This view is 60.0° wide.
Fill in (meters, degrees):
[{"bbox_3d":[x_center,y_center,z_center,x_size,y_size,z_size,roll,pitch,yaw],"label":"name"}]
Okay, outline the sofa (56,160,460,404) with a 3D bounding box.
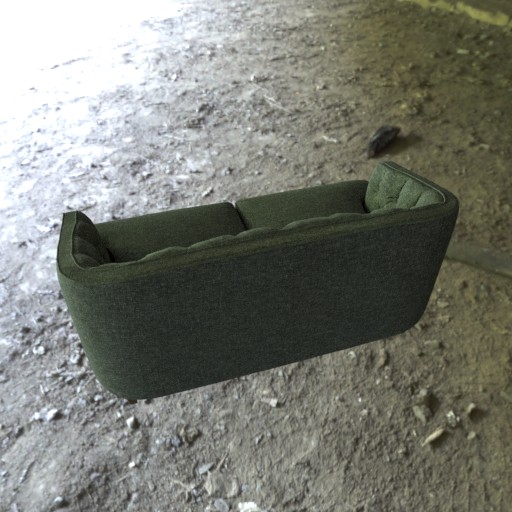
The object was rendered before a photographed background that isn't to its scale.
[{"bbox_3d":[0.000,0.000,2.221,1.733,0.855,0.941,-11,41,-13],"label":"sofa"}]
